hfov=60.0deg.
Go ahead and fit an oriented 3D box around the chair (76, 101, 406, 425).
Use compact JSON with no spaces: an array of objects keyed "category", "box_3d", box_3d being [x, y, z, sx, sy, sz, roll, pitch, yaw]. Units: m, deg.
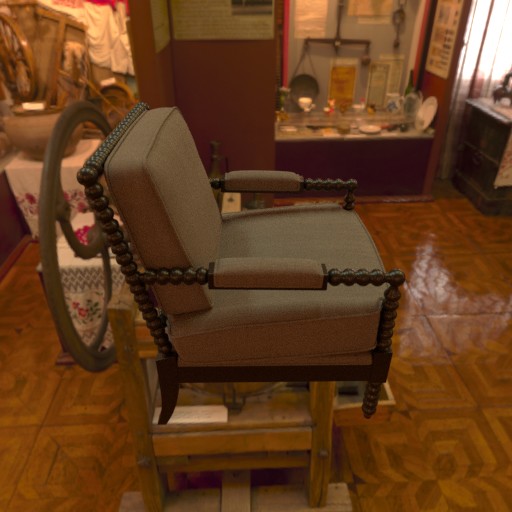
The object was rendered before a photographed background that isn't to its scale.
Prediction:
[{"category":"chair","box_3d":[0.000,0.000,1.125,0.622,0.661,0.540,0,32,-1]}]
